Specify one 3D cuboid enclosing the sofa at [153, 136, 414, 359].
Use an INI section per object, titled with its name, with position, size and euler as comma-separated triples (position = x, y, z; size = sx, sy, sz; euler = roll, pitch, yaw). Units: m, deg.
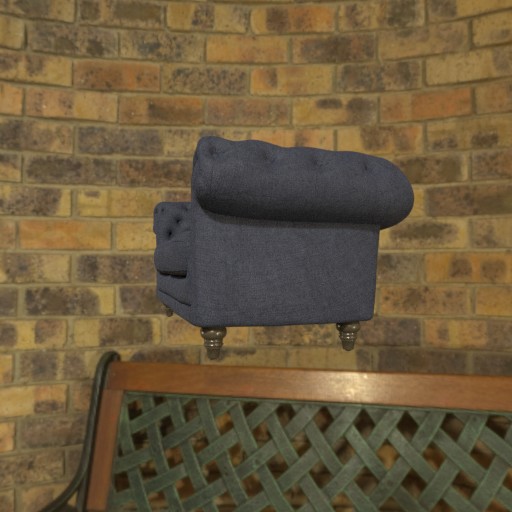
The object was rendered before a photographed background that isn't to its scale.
[sofa]
position = 0.000, 0.000, 2.560
size = 1.082, 0.833, 1.988
euler = 0, -1, -17
